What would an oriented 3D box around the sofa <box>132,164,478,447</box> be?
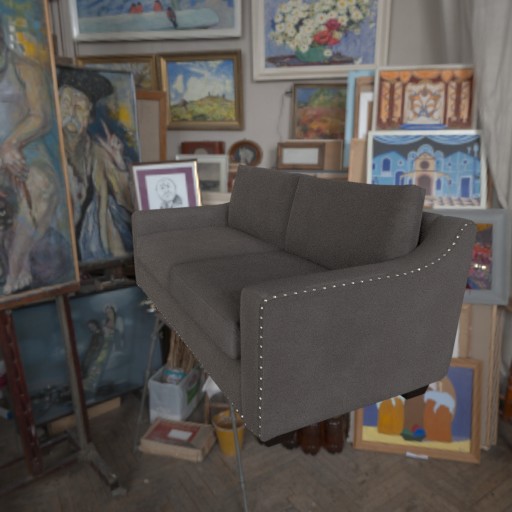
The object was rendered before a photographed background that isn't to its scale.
[{"bbox_3d":[0.000,0.000,3.227,1.336,1.196,2.550,-7,16,-26],"label":"sofa"}]
